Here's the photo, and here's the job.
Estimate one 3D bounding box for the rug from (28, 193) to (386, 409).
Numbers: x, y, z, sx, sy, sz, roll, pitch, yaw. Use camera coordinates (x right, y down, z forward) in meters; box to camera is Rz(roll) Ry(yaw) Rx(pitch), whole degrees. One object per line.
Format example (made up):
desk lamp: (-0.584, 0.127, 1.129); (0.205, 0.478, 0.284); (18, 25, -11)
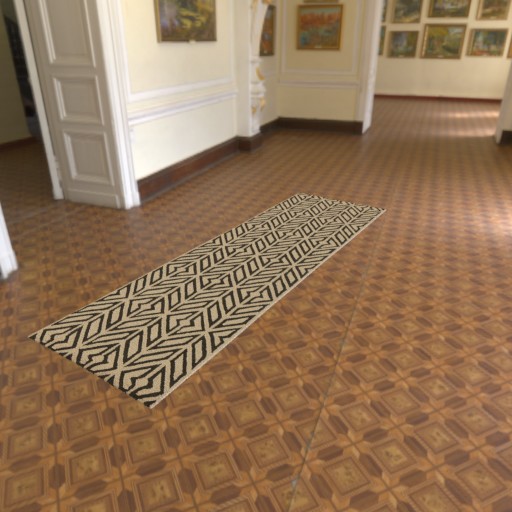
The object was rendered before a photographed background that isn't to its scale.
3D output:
rug: (0.000, 0.000, 2.638); (0.750, 0.009, 2.435); (16, 30, 30)
